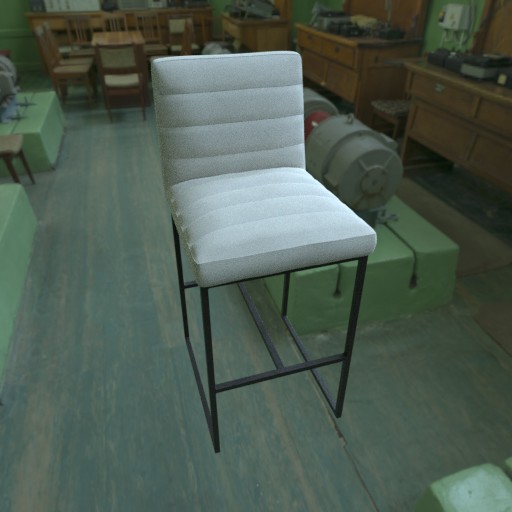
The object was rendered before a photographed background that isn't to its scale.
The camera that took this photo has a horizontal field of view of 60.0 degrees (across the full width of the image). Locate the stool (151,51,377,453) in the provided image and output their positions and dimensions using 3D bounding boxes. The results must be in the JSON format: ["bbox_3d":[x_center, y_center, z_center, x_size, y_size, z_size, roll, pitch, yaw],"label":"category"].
[{"bbox_3d":[0.000,0.000,1.357,0.464,1.061,0.573,-10,35,-15],"label":"stool"}]
